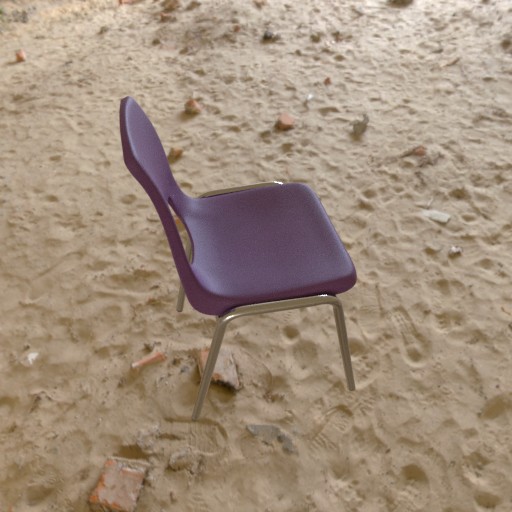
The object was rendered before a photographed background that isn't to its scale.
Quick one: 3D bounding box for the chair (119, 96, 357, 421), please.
[{"bbox_3d":[0.000,0.000,0.966,0.432,0.704,0.381,-10,47,-9],"label":"chair"}]
